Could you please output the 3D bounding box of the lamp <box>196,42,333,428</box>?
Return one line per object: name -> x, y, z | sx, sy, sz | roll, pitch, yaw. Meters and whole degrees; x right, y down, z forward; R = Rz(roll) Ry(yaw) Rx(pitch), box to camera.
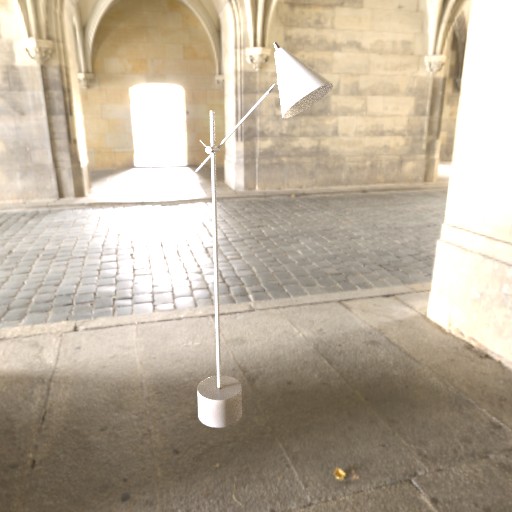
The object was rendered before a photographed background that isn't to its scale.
lamp -> 0.000, 0.000, 1.630 | 0.508, 1.430, 0.223 | 8, 18, 26
